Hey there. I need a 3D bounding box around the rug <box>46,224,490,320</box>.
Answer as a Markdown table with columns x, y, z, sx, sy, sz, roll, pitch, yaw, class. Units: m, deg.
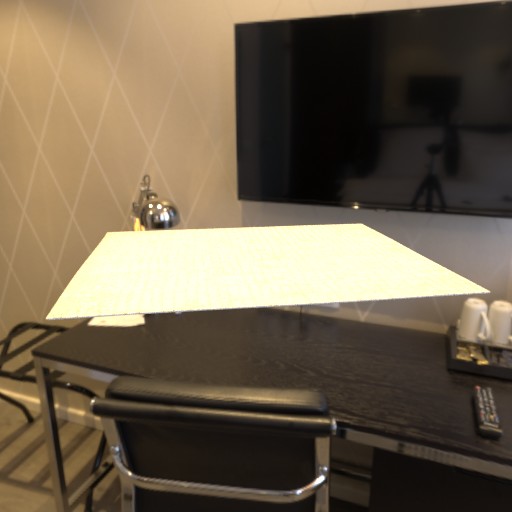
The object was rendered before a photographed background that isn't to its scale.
| x | y | z | sx | sy | sz | roll | pitch | yaw | class |
| --- | --- | --- | --- | --- | --- | --- | --- | --- | --- |
| 0.000 | 0.000 | 4.125 | 3.061 | 0.014 | 2.447 | -2 | 16 | -9 | rug |
